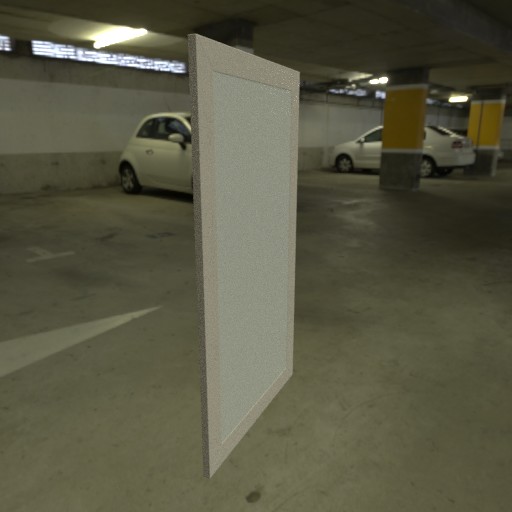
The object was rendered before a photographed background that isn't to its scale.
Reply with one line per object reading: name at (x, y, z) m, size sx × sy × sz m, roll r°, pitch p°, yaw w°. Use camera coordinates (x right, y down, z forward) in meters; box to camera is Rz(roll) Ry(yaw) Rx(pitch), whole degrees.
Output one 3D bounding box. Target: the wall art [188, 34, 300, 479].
wall art at (0.000, 0.000, 0.824) m, size 0.013 × 0.683 × 0.380 m, roll 7°, pitch 16°, yaw 25°
